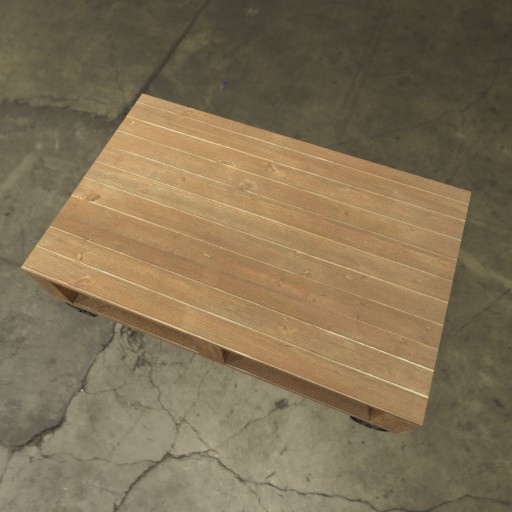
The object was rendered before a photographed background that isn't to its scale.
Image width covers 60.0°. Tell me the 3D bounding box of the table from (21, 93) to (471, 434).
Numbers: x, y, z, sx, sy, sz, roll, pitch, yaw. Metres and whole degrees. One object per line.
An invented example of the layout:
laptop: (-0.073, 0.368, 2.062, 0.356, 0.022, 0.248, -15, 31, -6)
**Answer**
table: (0.000, 0.000, 1.672, 1.299, 0.413, 0.827, 19, 65, 9)
